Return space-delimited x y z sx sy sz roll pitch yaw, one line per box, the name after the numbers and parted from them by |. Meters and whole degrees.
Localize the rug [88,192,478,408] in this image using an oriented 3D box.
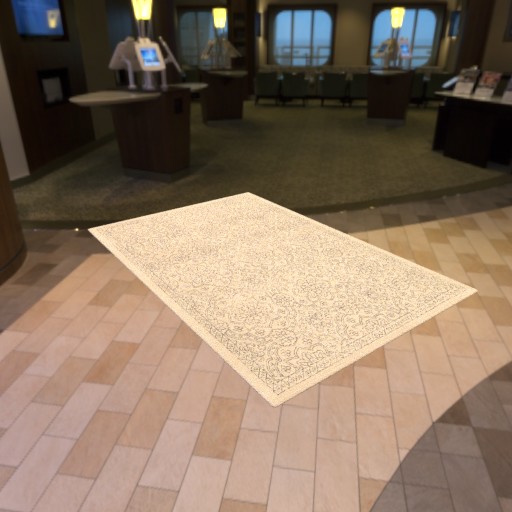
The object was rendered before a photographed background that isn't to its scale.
0.000 0.000 2.392 1.219 0.010 1.829 -18 31 -32 | rug
